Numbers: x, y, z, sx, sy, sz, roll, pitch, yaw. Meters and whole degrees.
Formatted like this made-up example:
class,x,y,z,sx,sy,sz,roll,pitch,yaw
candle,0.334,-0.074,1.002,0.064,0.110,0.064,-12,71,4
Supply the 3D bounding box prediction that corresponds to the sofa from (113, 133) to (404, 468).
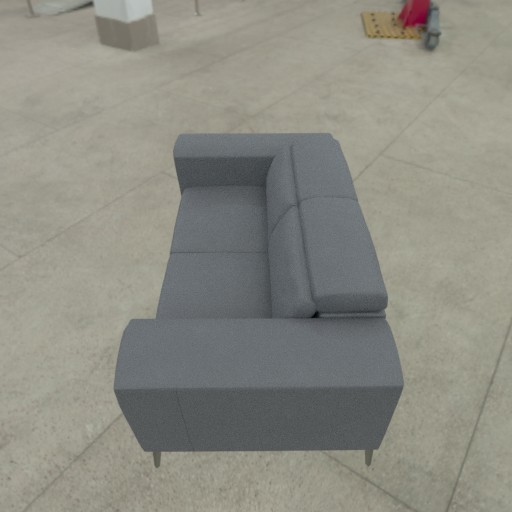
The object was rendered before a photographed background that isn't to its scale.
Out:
class,x,y,z,sx,sy,sz,roll,pitch,yaw
sofa,0.000,0.000,2.326,1.003,0.779,1.895,0,41,0
